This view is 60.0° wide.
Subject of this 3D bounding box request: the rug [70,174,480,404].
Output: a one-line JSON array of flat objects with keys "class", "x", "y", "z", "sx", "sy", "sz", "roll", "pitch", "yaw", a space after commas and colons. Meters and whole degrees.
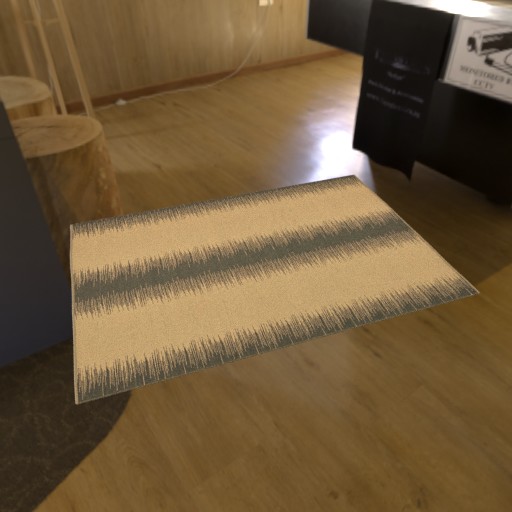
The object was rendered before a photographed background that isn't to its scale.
[{"class": "rug", "x": 0.000, "y": 0.000, "z": 2.337, "sx": 1.854, "sy": 0.006, "sz": 1.234, "roll": -12, "pitch": 41, "yaw": -15}]
